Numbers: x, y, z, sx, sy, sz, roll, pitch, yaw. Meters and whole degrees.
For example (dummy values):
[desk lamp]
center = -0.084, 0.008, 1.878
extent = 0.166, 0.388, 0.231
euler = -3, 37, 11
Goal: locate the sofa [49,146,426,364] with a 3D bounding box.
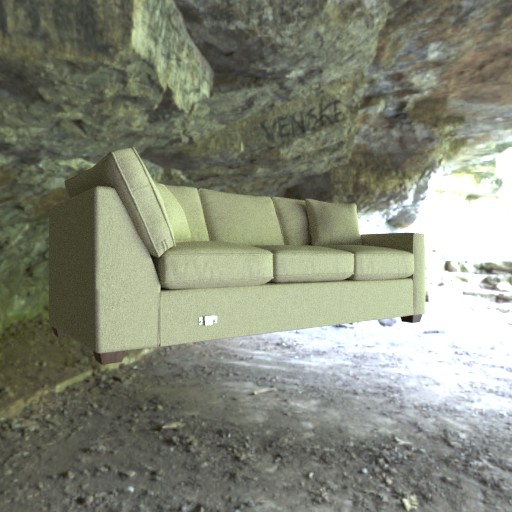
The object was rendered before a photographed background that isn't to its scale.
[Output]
[sofa]
center = 0.000, 0.000, 2.904
extent = 2.323, 0.948, 1.053
euler = 0, 0, -35
